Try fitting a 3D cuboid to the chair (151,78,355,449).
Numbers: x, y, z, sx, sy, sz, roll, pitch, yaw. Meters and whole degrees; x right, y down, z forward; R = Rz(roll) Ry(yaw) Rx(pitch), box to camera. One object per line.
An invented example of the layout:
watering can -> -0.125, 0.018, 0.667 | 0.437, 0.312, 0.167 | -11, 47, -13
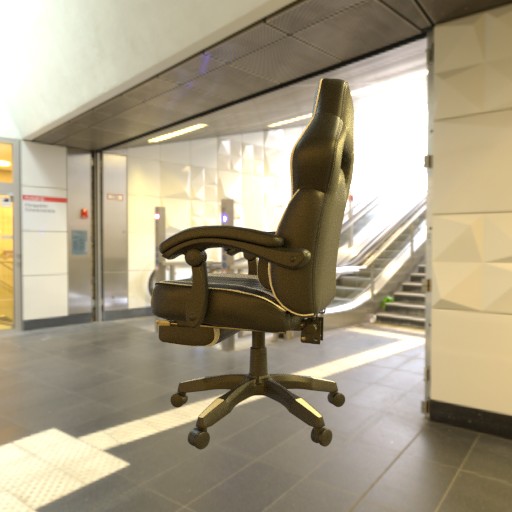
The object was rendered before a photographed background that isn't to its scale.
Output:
chair -> 0.000, 0.000, 1.655 | 0.700, 1.200, 0.676 | 0, 1, 17
